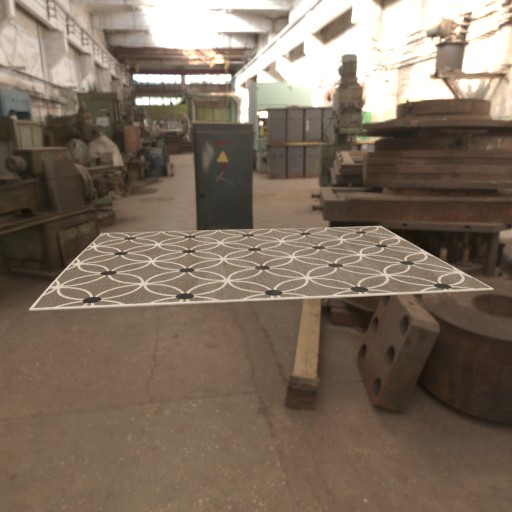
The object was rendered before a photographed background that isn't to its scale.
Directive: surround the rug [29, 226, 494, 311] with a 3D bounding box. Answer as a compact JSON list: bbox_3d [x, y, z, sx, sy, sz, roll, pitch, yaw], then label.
[{"bbox_3d":[0.000,0.000,2.865,2.284,0.008,1.522,-2,16,-6],"label":"rug"}]
